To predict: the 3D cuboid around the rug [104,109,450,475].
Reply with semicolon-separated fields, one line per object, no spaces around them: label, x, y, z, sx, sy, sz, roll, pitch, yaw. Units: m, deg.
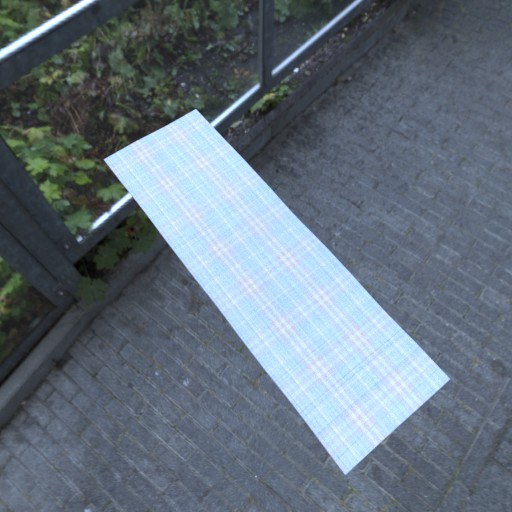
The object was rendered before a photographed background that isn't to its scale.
rug;0.000;0.000;2.705;0.762;0.013;2.439;-34;68;-16
